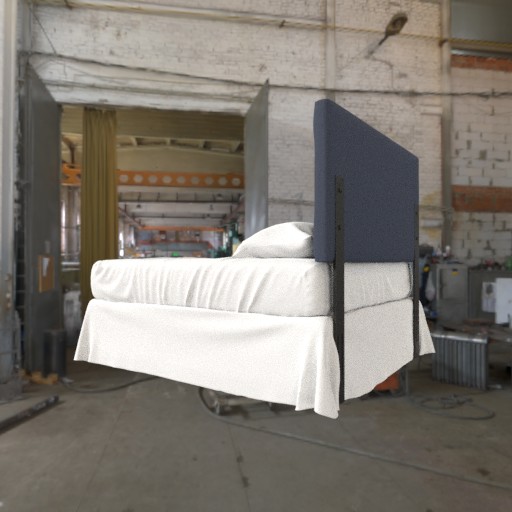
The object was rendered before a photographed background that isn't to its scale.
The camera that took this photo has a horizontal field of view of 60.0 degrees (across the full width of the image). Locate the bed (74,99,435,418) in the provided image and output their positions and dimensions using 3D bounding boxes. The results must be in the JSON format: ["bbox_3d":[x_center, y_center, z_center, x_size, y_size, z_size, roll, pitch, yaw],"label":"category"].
[{"bbox_3d":[0.000,0.000,3.469,2.222,1.577,1.936,0,-1,36],"label":"bed"}]
